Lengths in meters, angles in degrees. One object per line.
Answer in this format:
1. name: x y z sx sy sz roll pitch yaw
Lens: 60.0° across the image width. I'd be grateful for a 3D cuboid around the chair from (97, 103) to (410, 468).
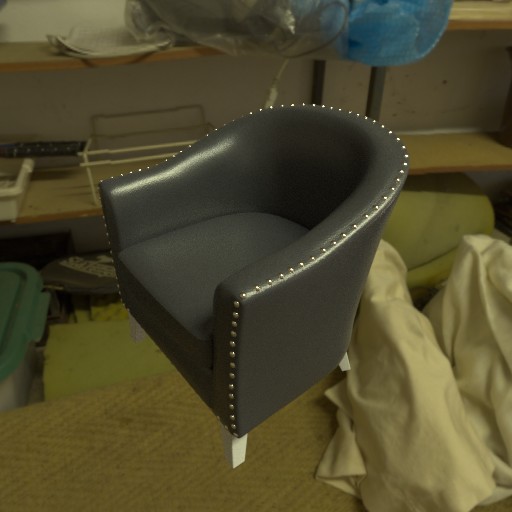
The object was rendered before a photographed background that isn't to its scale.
1. chair: 0.000 0.000 1.436 0.748 0.823 0.794 -22 38 -31
